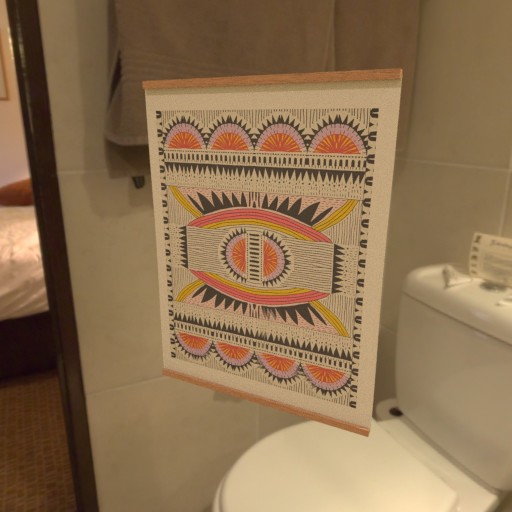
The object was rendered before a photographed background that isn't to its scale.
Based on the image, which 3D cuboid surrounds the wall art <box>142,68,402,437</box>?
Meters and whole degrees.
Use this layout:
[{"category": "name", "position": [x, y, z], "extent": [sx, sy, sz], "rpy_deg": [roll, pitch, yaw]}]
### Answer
[{"category": "wall art", "position": [0.000, 0.000, 1.345], "extent": [0.765, 1.016, 0.028], "rpy_deg": [8, 19, 25]}]
